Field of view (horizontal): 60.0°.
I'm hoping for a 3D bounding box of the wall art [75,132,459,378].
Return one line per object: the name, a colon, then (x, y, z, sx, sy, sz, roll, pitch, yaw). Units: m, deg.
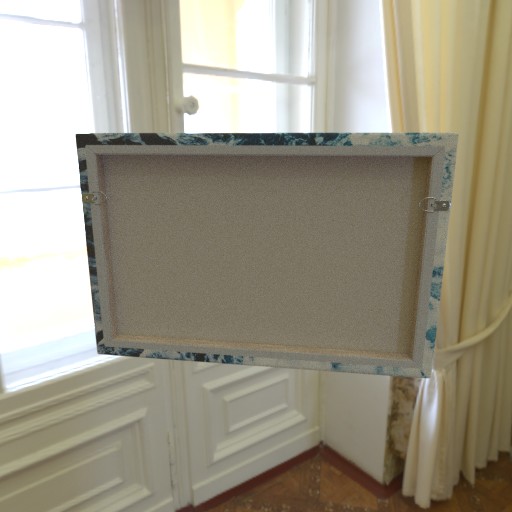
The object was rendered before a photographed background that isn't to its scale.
wall art: (0.000, 0.000, 1.140, 0.915, 0.610, 0.042, 2, 15, 8)
